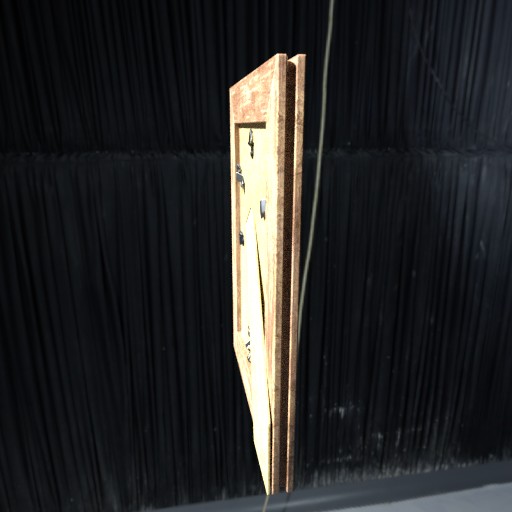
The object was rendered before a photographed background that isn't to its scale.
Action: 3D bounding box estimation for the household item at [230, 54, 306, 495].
[{"bbox_3d":[0.000,0.000,0.314,0.018,0.237,0.186,-3,16,-9],"label":"household item"}]
